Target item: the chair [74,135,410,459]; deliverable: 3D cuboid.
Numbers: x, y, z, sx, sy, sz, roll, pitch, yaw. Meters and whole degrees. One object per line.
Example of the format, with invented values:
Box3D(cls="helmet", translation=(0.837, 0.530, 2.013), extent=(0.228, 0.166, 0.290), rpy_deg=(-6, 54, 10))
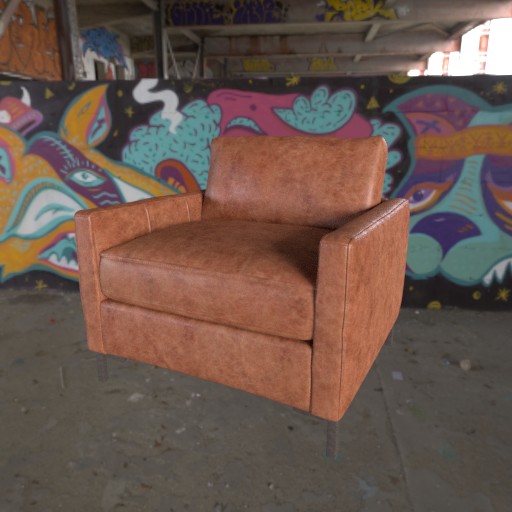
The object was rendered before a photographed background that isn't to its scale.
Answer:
Box3D(cls="chair", translation=(0.000, 0.000, 1.645), extent=(0.967, 0.869, 0.862), rpy_deg=(7, 17, 26))
